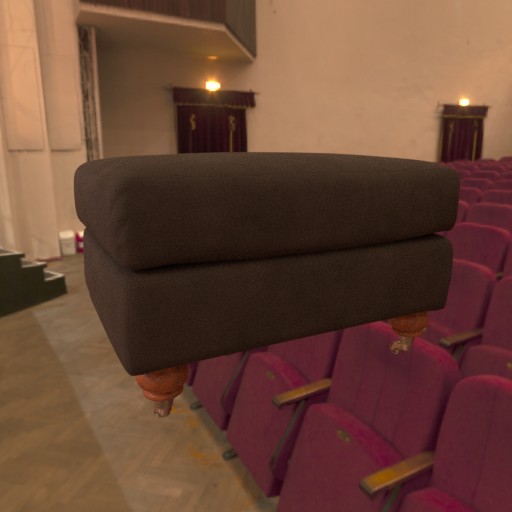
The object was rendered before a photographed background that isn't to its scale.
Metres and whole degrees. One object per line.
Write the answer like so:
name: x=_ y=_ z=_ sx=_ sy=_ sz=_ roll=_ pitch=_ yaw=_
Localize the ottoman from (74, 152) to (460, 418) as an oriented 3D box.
ottoman: x=0.000 y=0.000 z=1.089 sx=0.773 sy=0.497 sz=0.574 roll=-7 pitch=15 yaw=-26
